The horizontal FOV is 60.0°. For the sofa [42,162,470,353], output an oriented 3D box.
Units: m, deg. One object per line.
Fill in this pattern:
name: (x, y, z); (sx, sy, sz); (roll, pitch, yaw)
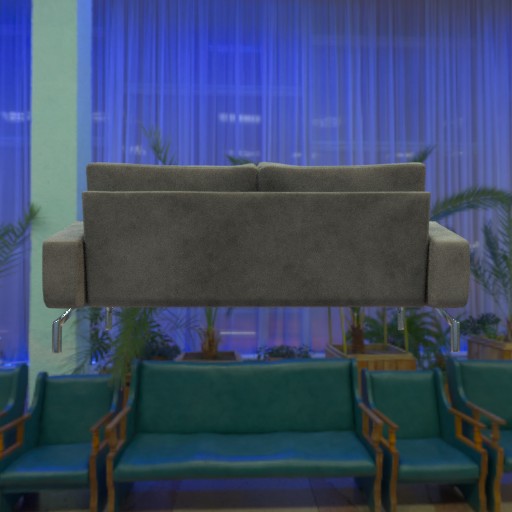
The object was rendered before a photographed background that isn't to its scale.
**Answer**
sofa: (0.000, 0.000, 2.309); (1.837, 0.859, 0.849); (0, -1, -1)
